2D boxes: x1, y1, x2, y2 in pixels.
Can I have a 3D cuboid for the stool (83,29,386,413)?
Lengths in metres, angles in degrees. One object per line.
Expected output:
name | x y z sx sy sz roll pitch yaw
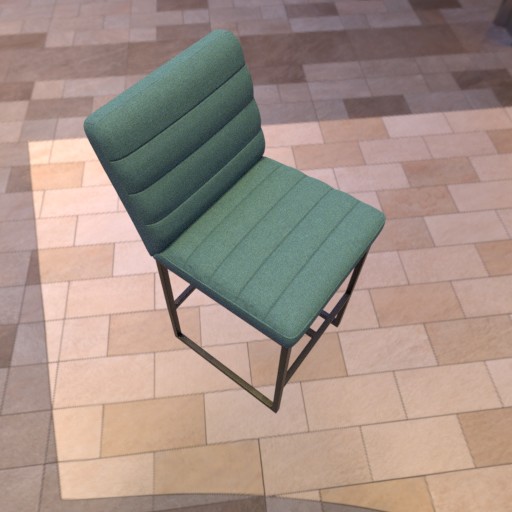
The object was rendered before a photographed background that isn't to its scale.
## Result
stool | 0.000 0.000 1.324 0.560 1.040 0.460 32 62 20
